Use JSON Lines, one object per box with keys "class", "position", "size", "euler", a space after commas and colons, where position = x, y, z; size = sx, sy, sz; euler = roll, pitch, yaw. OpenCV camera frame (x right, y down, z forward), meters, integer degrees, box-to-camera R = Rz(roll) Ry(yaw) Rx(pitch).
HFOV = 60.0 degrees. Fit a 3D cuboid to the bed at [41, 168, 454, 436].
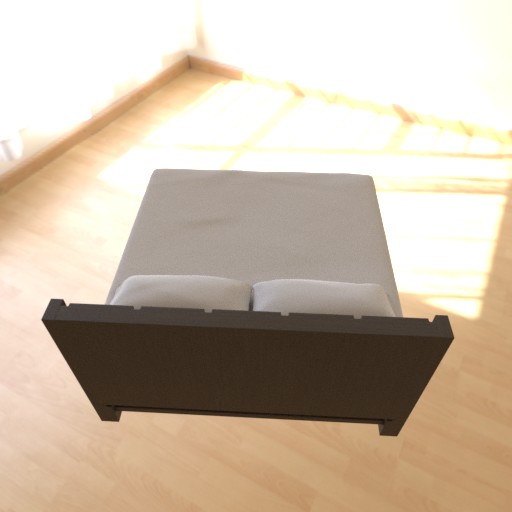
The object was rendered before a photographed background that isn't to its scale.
{"class": "bed", "position": [0.000, 0.000, 3.505], "size": [2.143, 1.261, 2.238], "euler": [2, 46, 2]}
